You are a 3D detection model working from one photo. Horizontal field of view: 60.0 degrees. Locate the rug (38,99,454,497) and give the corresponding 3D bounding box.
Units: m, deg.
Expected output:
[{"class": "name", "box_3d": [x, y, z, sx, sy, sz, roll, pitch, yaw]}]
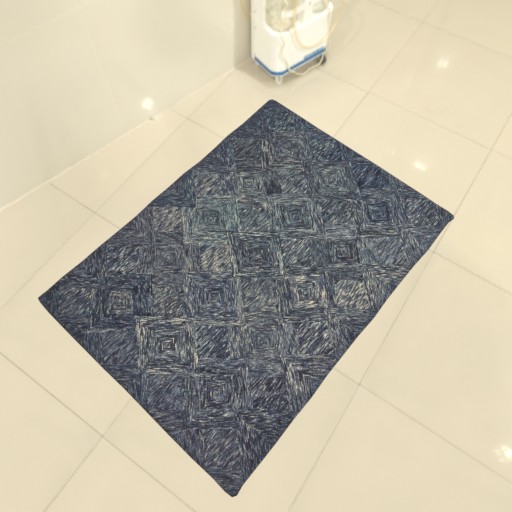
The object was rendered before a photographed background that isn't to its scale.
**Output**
[{"class": "rug", "box_3d": [0.000, 0.000, 4.150, 2.385, 0.024, 3.245, 38, 70, 17]}]
